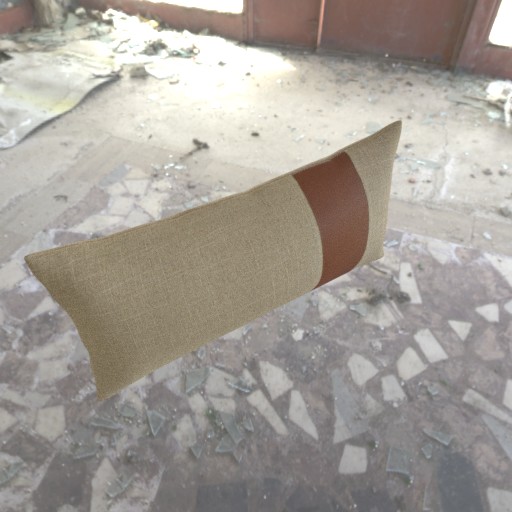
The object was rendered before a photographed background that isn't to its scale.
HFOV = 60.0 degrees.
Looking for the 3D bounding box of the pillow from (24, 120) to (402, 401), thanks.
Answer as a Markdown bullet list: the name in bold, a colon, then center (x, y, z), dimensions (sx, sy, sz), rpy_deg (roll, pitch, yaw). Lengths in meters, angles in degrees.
- **pillow**: center (0.000, 0.000, 0.719), dimensions (0.612, 0.282, 0.155), rpy_deg (-24, 50, -22)
